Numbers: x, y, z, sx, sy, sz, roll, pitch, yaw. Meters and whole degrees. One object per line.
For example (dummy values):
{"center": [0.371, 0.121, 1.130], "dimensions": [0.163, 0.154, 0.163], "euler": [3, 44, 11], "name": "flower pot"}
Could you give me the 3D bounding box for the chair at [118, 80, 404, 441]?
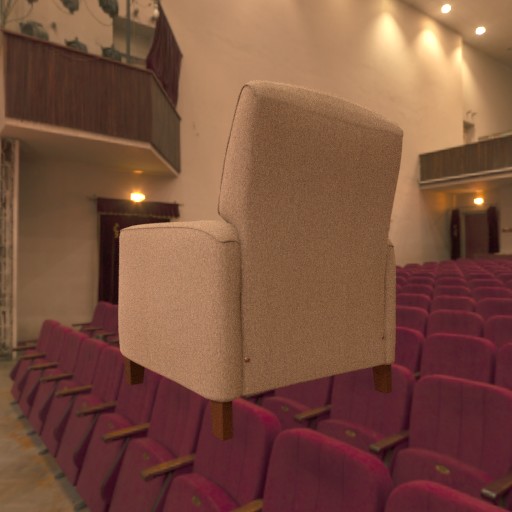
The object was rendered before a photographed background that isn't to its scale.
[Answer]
{"center": [0.000, 0.000, 1.705], "dimensions": [0.848, 1.014, 0.864], "euler": [0, -1, -37], "name": "chair"}
